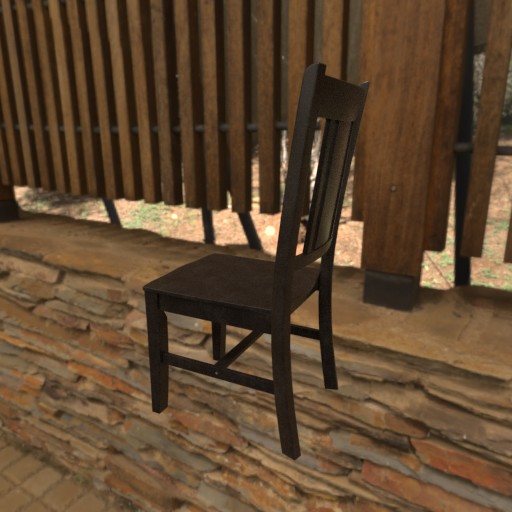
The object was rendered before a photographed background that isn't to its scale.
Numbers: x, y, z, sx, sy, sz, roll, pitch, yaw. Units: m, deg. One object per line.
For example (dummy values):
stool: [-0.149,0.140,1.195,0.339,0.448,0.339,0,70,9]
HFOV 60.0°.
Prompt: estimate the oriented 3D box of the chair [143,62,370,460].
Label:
chair: [0.000,0.000,1.336,0.555,0.998,0.450,8,18,25]
